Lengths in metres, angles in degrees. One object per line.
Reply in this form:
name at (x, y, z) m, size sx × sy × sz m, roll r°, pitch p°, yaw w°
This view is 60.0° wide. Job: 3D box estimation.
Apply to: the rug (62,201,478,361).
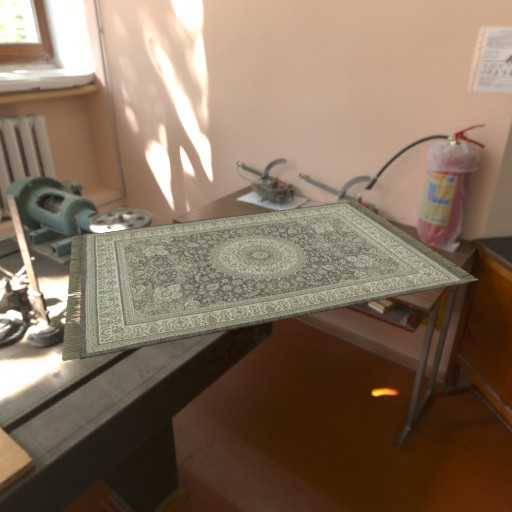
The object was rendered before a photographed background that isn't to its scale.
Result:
rug at (0.000, 0.000, 4.313) m, size 3.422 × 0.015 × 2.143 m, roll -9°, pitch 28°, yaw -16°
